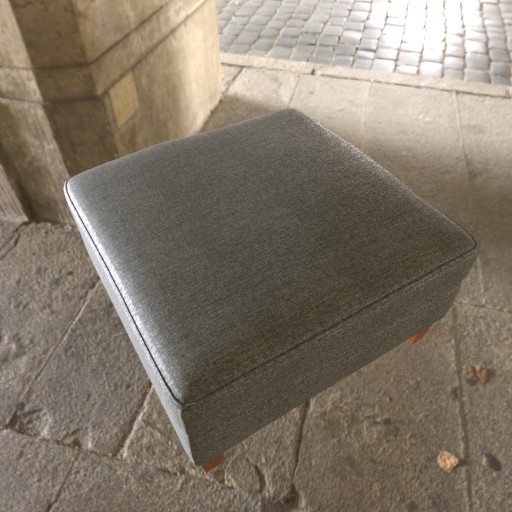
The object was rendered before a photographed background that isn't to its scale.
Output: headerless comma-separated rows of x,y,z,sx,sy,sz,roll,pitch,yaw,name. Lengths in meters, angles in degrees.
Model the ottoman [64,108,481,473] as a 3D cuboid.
0.000,0.000,1.308,0.838,0.481,0.838,-24,51,-21,ottoman
